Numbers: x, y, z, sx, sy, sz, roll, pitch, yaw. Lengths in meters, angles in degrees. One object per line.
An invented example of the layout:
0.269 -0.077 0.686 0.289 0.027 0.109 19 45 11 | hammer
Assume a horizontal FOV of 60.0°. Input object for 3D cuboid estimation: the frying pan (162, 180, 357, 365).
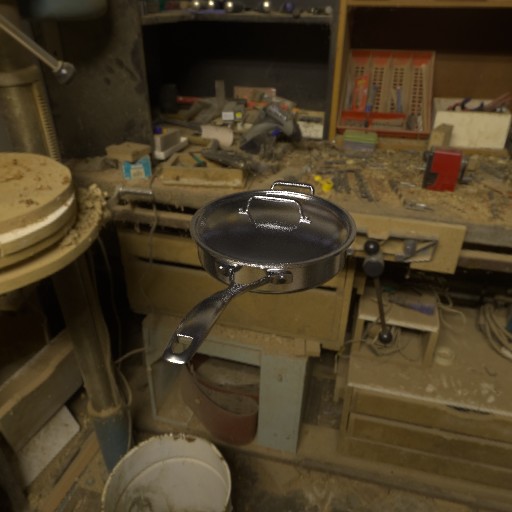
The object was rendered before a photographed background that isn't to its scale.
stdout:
0.000 0.000 0.672 0.280 0.114 0.561 9 33 14 | frying pan
